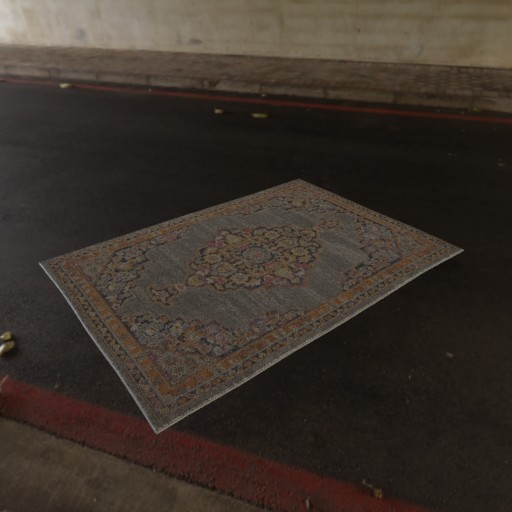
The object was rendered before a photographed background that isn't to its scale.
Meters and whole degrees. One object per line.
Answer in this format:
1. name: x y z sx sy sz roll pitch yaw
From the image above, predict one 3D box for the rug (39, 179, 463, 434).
1. rug: 0.000 0.000 3.679 2.901 0.026 2.043 -23 38 -32
